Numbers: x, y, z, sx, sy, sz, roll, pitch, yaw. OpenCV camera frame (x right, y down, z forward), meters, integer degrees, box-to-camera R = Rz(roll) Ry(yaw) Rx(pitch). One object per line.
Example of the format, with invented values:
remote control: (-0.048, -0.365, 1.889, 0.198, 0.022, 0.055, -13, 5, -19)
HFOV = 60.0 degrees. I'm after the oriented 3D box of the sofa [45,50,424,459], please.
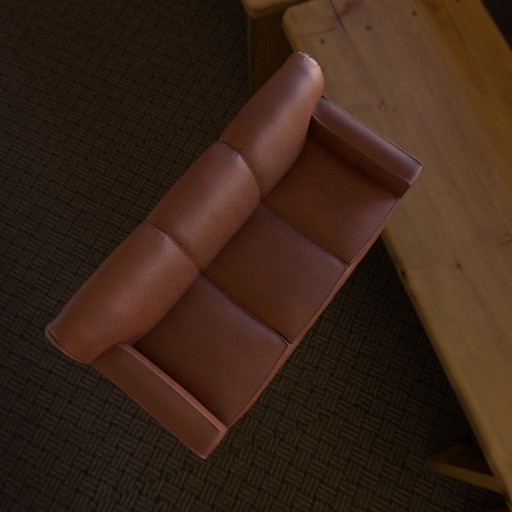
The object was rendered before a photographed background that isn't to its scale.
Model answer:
sofa: (0.000, 0.000, 2.589, 1.008, 0.953, 2.039, 37, 78, 9)
